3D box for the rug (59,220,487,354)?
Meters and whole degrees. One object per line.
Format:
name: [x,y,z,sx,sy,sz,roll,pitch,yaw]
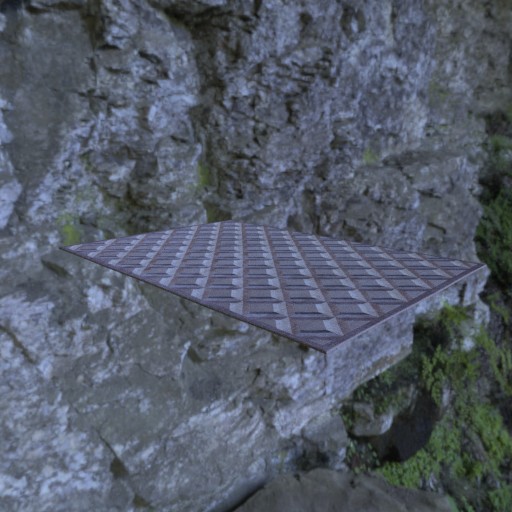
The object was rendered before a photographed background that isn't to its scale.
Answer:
rug: [0.000,0.000,2.837,2.260,0.013,1.600,14,20,43]
